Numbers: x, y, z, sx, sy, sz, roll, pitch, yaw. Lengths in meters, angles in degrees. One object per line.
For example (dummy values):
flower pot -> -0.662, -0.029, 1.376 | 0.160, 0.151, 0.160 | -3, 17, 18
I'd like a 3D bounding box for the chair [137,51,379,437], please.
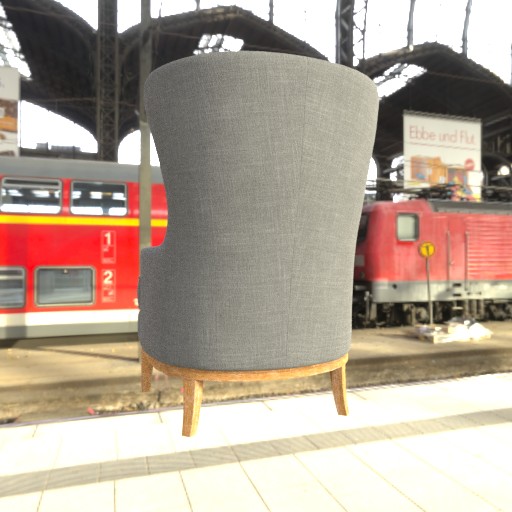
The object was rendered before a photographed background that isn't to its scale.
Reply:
chair -> 0.000, 0.000, 1.702 | 0.864, 1.176, 0.883 | 0, -1, -20
